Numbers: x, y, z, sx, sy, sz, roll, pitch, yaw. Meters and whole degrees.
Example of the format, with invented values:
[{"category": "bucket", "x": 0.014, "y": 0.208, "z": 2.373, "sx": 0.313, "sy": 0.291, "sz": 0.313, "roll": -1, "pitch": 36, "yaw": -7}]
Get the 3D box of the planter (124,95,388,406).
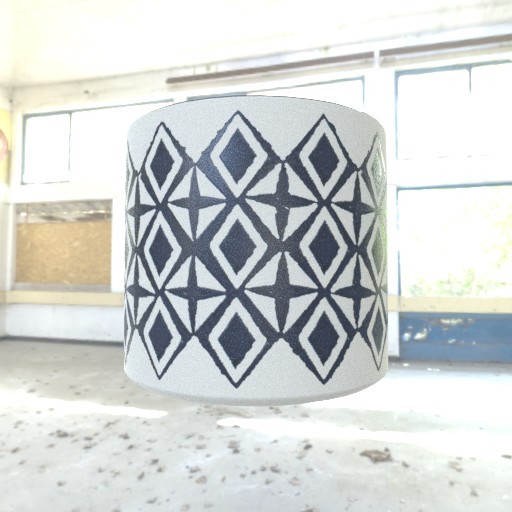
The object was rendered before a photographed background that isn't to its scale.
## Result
[{"category": "planter", "x": 0.000, "y": 0.000, "z": 0.393, "sx": 0.224, "sy": 0.203, "sz": 0.224, "roll": 0, "pitch": -1, "yaw": 0}]
